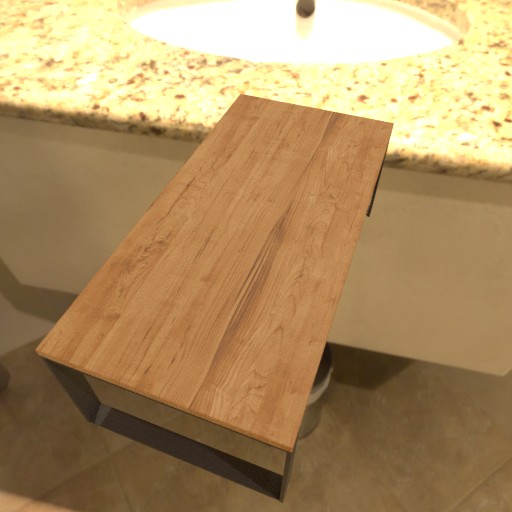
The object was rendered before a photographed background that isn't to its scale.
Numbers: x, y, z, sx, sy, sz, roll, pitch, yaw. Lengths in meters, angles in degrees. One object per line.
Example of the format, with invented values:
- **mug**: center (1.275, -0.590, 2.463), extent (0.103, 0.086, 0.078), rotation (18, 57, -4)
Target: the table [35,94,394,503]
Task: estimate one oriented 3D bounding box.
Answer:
- **table**: center (0.000, 0.000, 1.404), extent (0.590, 0.400, 1.180), rotation (16, 50, 14)
